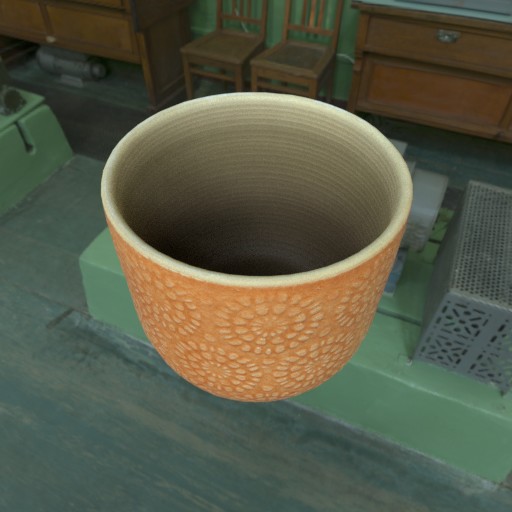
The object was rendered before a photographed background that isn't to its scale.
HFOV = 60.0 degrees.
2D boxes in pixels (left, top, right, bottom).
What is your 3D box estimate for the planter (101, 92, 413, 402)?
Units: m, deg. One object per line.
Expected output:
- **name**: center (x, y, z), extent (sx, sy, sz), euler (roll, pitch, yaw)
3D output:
- **planter**: center (0.000, 0.000, 0.291), extent (0.170, 0.152, 0.170), euler (0, 47, 0)
